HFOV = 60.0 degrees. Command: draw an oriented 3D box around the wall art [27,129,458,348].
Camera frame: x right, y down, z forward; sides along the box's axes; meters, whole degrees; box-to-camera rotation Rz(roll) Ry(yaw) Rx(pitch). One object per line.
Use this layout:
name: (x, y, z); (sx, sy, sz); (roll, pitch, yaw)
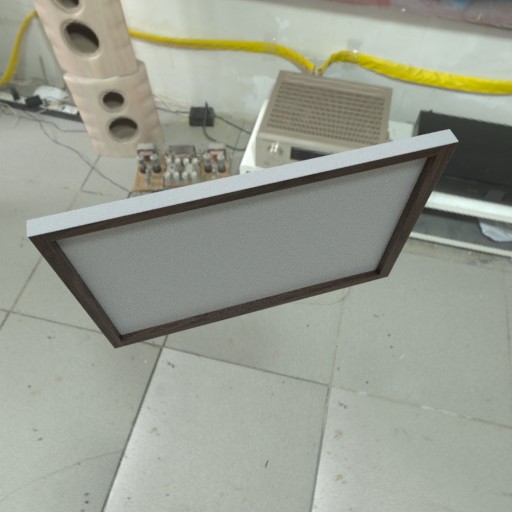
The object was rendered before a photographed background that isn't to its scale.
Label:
wall art: (0.000, 0.000, 1.464); (1.138, 0.761, 0.051); (-14, 59, -8)
